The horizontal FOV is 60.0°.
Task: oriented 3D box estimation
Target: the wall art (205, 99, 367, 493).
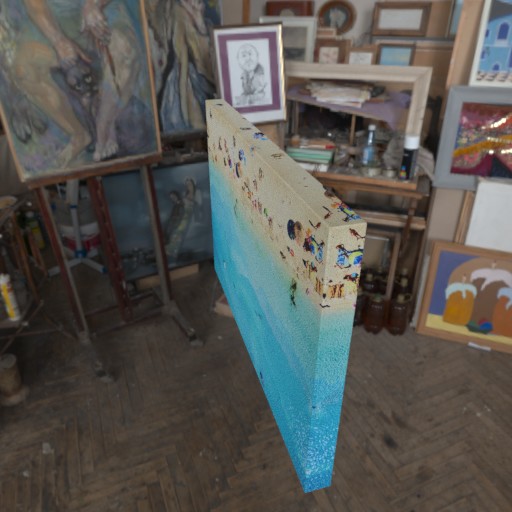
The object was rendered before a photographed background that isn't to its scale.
[{"bbox_3d":[0.000,0.000,0.762,0.039,0.406,0.609,-8,31,-14],"label":"wall art"}]
